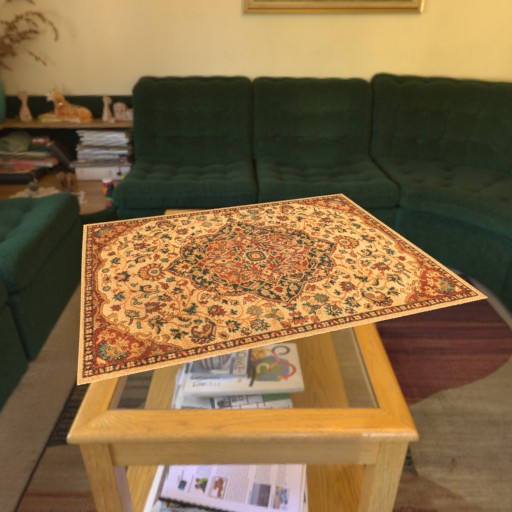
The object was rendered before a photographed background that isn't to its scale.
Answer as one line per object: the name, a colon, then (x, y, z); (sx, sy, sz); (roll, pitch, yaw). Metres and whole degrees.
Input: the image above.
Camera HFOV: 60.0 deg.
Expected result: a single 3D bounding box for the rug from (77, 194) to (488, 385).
rug: (0.000, 0.000, 4.113); (3.067, 0.005, 2.454); (-9, 30, -16)
